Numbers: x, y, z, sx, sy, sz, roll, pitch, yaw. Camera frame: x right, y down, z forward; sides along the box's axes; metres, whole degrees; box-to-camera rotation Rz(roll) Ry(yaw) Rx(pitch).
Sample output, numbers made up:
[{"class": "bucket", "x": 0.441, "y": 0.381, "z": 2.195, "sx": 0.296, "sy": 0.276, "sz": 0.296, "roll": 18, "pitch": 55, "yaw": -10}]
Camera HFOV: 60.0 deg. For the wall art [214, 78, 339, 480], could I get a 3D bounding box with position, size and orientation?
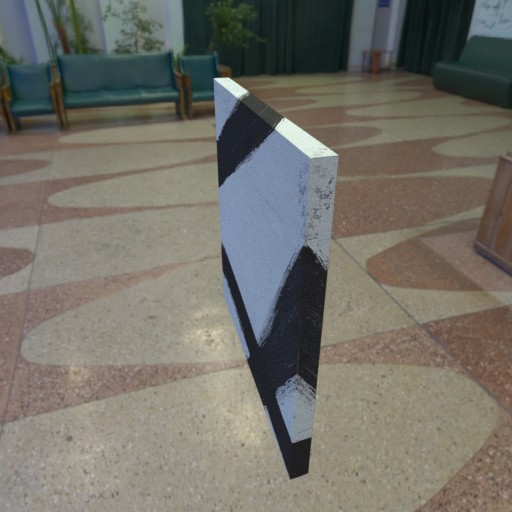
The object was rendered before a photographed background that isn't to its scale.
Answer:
[{"class": "wall art", "x": 0.000, "y": 0.000, "z": 1.158, "sx": 0.046, "sy": 0.765, "sz": 0.765, "roll": -8, "pitch": 31, "yaw": -13}]
